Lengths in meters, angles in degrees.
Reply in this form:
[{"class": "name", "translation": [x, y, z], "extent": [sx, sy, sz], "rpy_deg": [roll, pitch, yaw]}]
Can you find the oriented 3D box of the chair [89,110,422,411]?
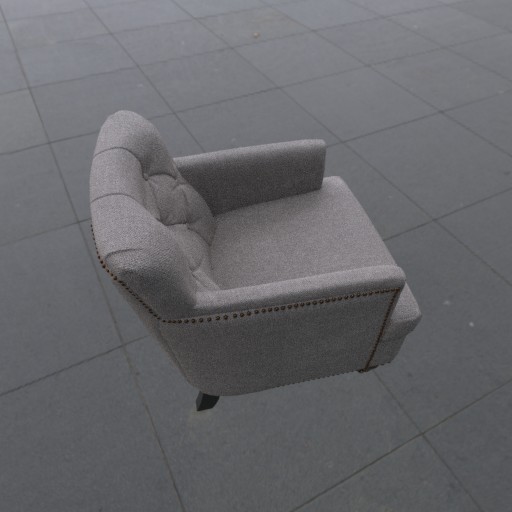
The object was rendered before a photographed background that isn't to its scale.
[{"class": "chair", "translation": [0.000, 0.000, 1.511], "extent": [0.902, 0.823, 0.737], "rpy_deg": [-9, 47, -9]}]
